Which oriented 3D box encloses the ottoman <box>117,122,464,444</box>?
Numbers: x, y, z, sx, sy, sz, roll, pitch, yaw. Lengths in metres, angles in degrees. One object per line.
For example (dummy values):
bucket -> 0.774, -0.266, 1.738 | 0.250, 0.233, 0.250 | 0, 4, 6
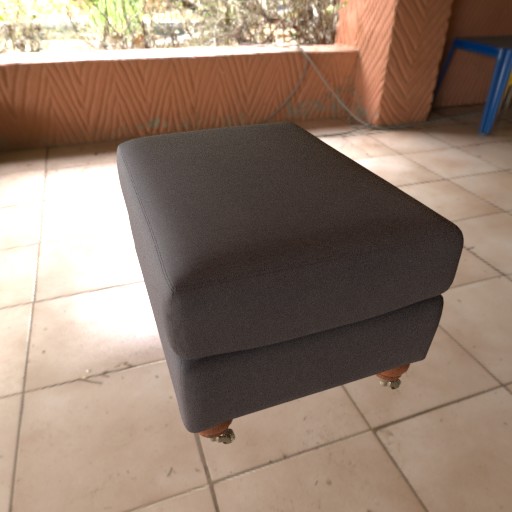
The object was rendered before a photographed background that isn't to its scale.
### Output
ottoman -> 0.000, 0.000, 1.121 | 0.574, 0.497, 0.773 | -11, 34, -17
